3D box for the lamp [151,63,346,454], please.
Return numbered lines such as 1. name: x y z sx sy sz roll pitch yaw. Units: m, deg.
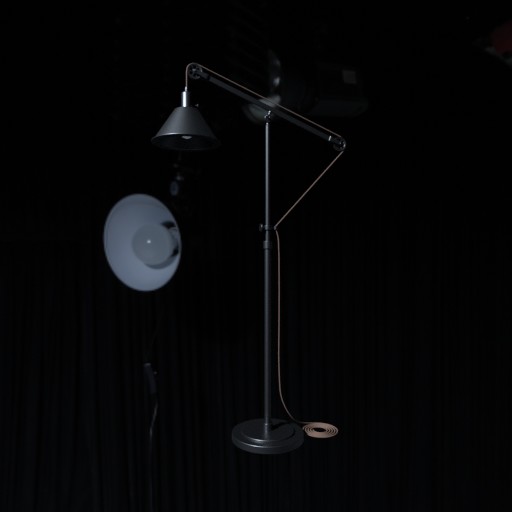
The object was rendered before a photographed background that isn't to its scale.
1. lamp: 0.000 0.000 1.959 0.904 1.626 0.319 0 0 -19
